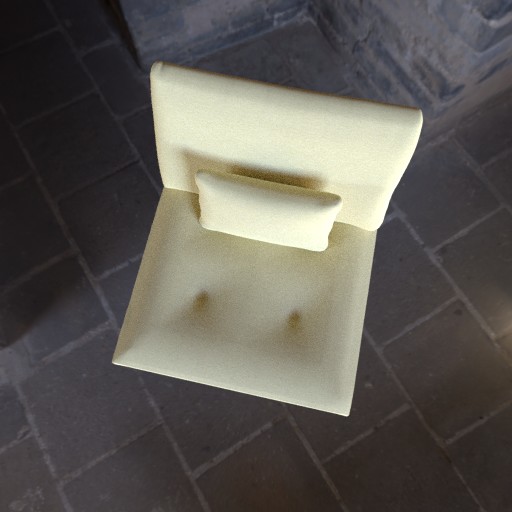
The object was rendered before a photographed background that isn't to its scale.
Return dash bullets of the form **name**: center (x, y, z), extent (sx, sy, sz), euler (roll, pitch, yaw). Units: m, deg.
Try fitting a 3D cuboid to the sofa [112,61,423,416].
- **sofa**: center (0.000, 0.000, 1.688), extent (0.930, 0.820, 1.000), euler (12, 74, 3)
